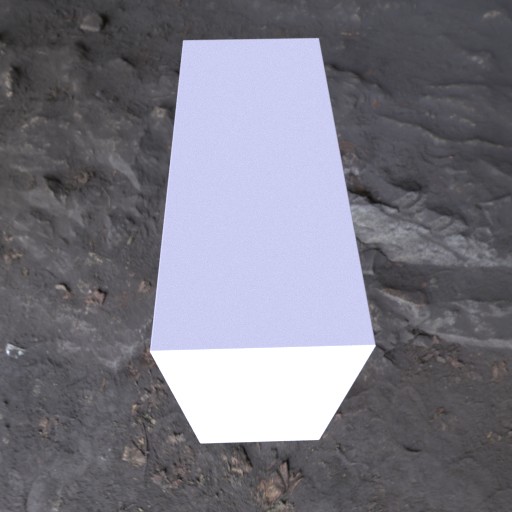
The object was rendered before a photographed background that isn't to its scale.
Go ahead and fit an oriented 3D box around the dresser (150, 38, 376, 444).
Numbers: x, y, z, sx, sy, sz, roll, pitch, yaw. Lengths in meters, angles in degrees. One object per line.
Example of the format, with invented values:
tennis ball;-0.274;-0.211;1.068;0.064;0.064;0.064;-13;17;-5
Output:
dresser;0.000;0.000;1.617;0.460;1.000;1.100;-1;57;-1
